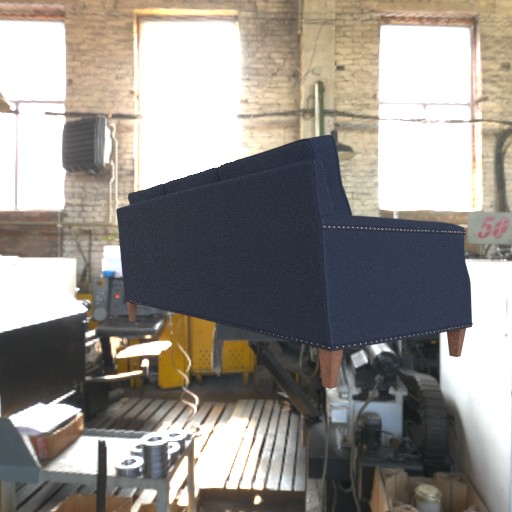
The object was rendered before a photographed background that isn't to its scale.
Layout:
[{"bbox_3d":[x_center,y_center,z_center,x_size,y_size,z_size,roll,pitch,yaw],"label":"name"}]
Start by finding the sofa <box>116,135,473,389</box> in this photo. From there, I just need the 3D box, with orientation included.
[{"bbox_3d":[0.000,0.000,2.793,1.084,1.003,2.246,0,0,-36],"label":"sofa"}]
